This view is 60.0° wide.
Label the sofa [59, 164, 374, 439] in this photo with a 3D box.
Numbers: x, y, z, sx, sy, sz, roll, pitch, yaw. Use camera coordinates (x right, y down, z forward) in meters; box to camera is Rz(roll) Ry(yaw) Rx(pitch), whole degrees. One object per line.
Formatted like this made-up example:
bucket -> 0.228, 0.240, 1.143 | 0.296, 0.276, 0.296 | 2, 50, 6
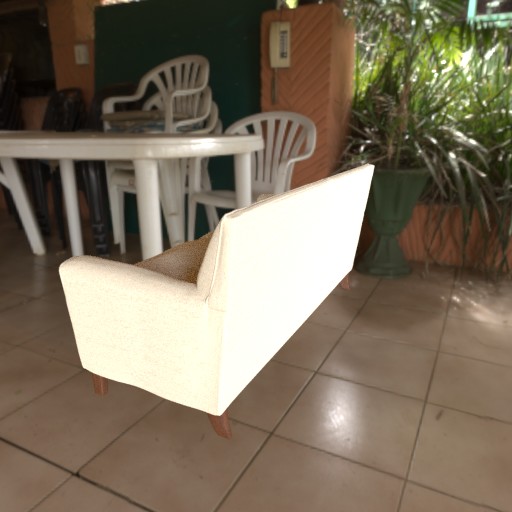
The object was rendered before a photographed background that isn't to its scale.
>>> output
sofa -> 0.000, 0.000, 2.485 | 0.841, 0.907, 2.001 | 8, 18, 25
